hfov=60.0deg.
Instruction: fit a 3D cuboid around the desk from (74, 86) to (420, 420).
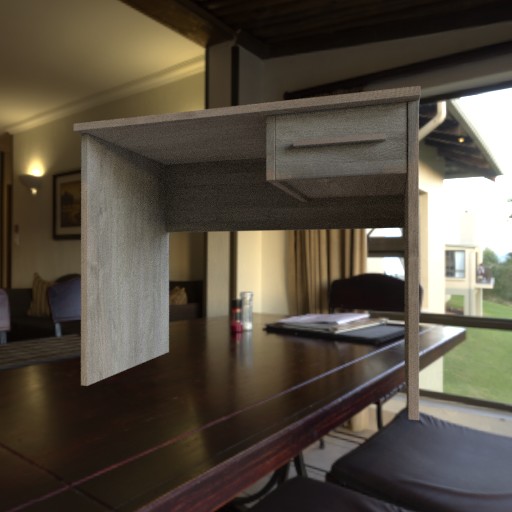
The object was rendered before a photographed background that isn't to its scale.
[{"bbox_3d":[0.000,0.000,1.317,0.893,0.724,0.498,0,0,18],"label":"desk"}]
